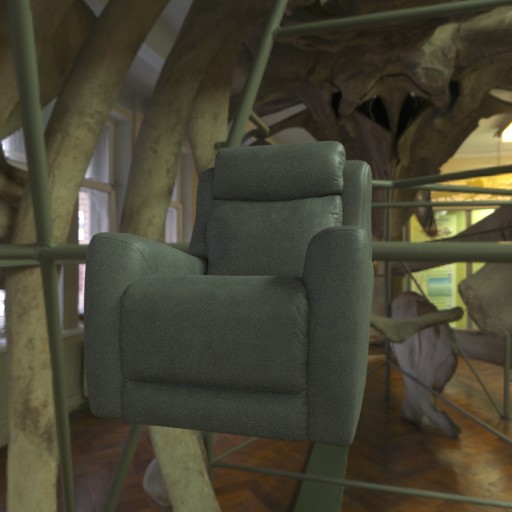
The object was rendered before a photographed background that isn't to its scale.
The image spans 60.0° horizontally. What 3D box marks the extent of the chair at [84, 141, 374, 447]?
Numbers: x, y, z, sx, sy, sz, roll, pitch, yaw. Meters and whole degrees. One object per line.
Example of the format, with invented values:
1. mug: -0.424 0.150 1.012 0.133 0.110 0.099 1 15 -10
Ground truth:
1. chair: 0.000 0.000 1.864 0.965 1.116 1.068 0 0 17
